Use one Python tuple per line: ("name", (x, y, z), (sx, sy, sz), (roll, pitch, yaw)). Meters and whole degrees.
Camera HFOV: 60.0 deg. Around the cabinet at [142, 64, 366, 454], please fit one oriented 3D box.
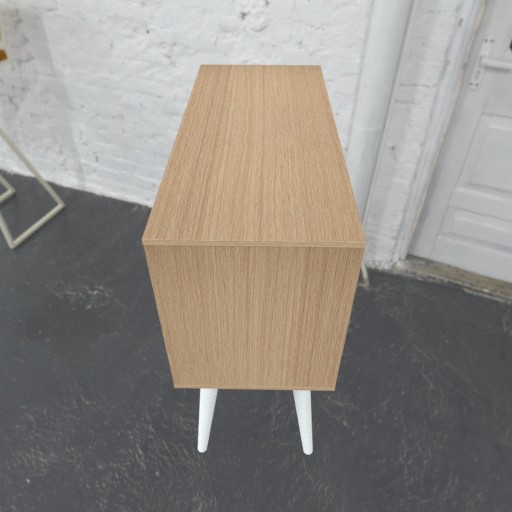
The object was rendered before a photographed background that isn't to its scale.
("cabinet", (0.000, 0.000, 1.634), (0.470, 1.016, 1.057), (1, 41, 1))
